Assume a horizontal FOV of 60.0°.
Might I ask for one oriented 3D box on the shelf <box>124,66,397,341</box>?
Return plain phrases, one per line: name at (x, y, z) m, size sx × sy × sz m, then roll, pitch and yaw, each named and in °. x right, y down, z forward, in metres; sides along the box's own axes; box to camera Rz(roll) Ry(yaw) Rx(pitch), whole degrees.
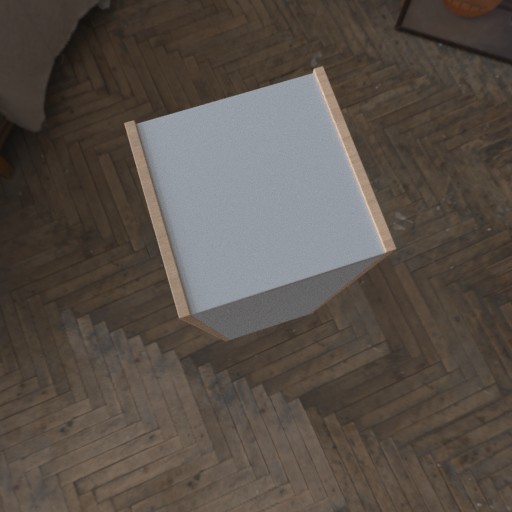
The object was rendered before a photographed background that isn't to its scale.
shelf at (0.000, 0.000, 1.048) m, size 0.300 × 0.900 × 0.290 m, roll -17°, pitch 78°, yaw -4°
